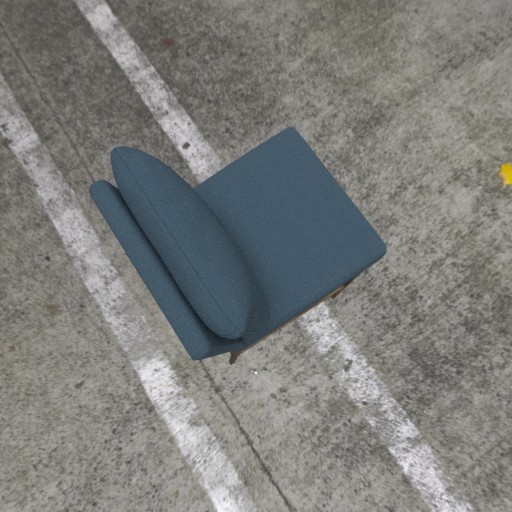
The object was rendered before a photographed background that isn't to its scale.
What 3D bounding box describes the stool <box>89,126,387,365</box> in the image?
[{"bbox_3d":[0.000,0.000,1.381,0.568,1.124,0.463,-33,78,-8],"label":"stool"}]
